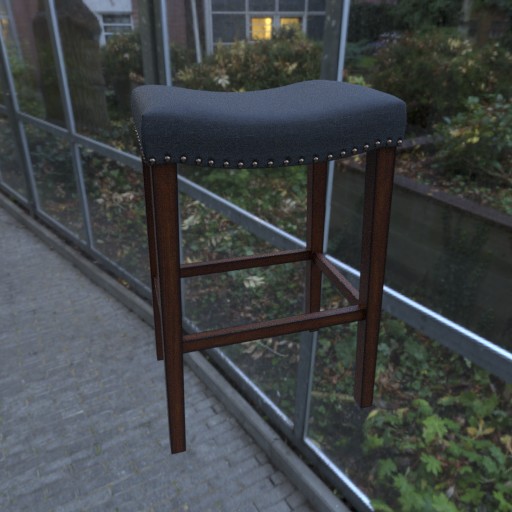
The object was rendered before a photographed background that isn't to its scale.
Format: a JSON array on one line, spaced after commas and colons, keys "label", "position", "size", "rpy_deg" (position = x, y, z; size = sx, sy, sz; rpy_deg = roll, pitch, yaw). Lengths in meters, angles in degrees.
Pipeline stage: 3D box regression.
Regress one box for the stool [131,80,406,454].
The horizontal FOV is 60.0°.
[{"label": "stool", "position": [0.000, 0.000, 1.040], "size": [0.502, 0.748, 0.366], "rpy_deg": [-8, 28, -15]}]
